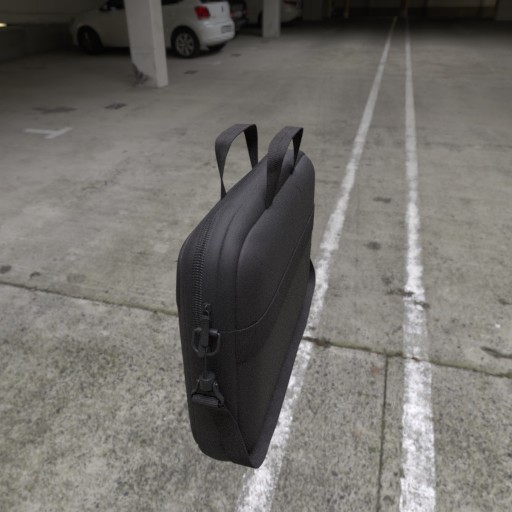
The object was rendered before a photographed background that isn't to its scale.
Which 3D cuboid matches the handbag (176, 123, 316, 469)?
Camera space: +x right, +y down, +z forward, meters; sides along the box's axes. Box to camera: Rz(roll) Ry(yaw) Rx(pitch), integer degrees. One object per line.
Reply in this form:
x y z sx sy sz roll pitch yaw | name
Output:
0.000 0.000 0.428 0.089 0.244 0.320 8 29 14 | handbag
